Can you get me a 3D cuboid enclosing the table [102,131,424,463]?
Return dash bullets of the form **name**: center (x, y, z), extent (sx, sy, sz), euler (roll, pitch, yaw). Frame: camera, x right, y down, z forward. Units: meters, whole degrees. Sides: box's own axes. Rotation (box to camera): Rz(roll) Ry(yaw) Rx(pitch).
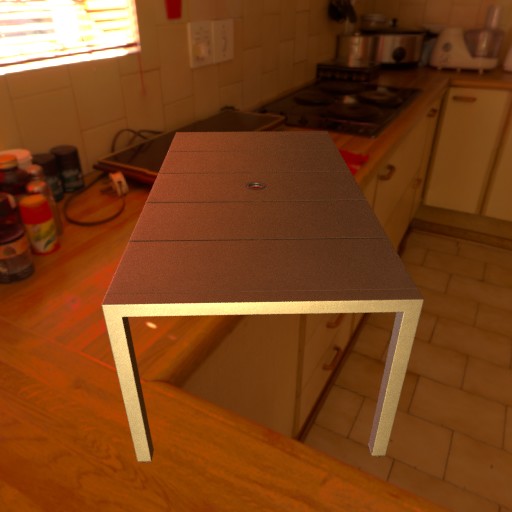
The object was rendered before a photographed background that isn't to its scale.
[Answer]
- **table**: center (0.000, 0.000, 2.155), extent (0.914, 0.735, 1.680), euler (-1, 32, -1)
